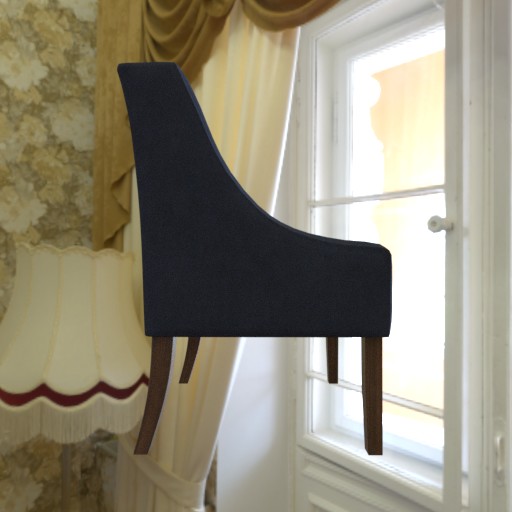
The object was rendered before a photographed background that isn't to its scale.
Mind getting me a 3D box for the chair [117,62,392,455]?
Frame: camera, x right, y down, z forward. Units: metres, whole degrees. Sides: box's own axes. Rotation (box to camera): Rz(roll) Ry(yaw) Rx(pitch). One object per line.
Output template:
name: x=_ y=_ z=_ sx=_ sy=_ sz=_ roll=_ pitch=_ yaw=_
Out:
chair: x=0.000 y=0.000 z=1.294 sx=0.629 sy=0.895 sz=0.629 roll=0 pitch=0 yaw=0
